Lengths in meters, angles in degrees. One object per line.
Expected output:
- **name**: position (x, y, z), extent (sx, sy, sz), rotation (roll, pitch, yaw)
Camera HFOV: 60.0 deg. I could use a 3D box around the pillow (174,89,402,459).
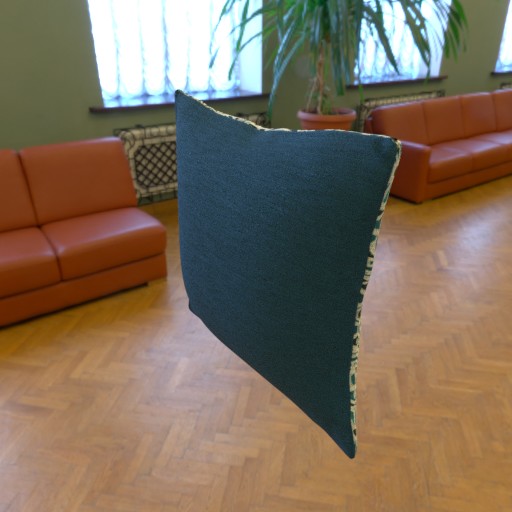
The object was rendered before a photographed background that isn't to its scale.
- **pillow**: position (0.000, 0.000, 0.645), extent (0.145, 0.420, 0.440), rotation (-18, 32, -32)
